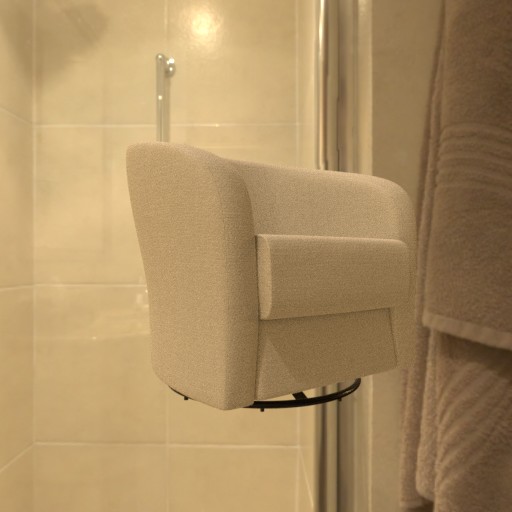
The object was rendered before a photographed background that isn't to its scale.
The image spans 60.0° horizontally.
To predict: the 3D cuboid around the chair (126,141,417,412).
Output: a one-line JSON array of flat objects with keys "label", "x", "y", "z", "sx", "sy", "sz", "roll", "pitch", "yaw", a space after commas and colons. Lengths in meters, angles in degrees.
[{"label": "chair", "x": 0.000, "y": 0.000, "z": 1.417, "sx": 0.791, "sy": 0.771, "sz": 0.815, "roll": 0, "pitch": 0, "yaw": -36}]
